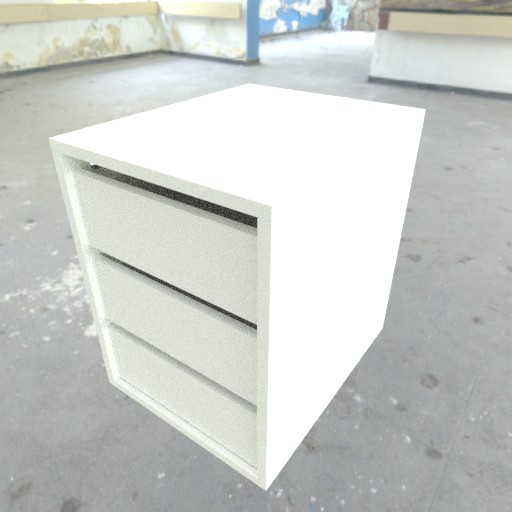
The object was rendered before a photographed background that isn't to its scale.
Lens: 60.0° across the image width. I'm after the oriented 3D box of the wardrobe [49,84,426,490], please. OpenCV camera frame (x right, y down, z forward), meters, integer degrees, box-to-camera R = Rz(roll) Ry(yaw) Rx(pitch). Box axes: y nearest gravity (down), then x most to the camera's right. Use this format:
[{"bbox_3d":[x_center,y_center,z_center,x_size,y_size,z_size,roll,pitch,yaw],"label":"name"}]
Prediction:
[{"bbox_3d":[0.000,0.000,0.868,0.400,0.520,0.500,21,38,30],"label":"wardrobe"}]
